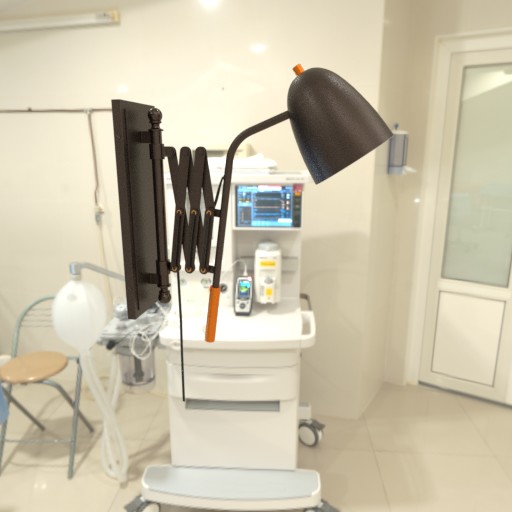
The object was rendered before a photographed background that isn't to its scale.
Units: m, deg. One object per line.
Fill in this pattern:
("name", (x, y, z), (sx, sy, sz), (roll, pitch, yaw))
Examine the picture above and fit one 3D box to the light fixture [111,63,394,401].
("light fixture", (0.000, 0.000, 0.893), (0.499, 0.715, 0.162), (3, 15, 11))
